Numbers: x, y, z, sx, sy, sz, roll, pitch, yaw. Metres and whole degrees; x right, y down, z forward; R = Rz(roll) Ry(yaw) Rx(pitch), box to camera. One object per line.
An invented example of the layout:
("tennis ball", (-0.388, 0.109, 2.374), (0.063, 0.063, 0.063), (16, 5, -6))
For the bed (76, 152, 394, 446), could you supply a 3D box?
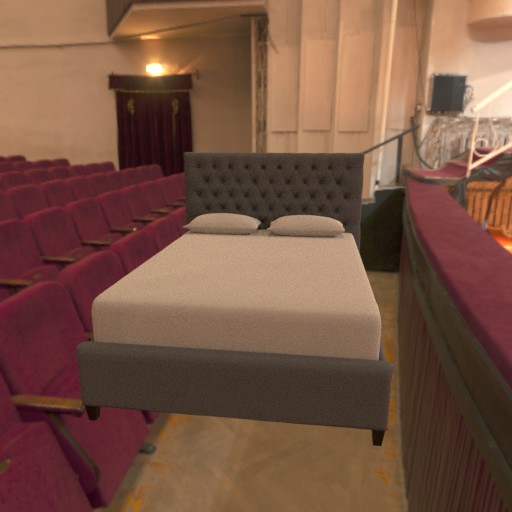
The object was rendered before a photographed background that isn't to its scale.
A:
("bed", (0.000, 0.000, 3.274), (1.698, 1.427, 2.231), (2, 15, 8))
